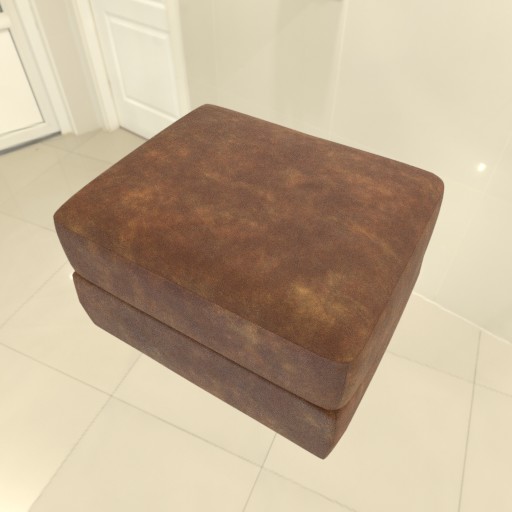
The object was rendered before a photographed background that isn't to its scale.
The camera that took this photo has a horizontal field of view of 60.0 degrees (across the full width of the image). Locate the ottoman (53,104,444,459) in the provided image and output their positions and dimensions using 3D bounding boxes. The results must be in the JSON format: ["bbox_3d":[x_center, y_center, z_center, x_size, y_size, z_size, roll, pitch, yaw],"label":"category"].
[{"bbox_3d":[0.000,0.000,1.130,0.751,0.476,0.603,24,51,21],"label":"ottoman"}]
